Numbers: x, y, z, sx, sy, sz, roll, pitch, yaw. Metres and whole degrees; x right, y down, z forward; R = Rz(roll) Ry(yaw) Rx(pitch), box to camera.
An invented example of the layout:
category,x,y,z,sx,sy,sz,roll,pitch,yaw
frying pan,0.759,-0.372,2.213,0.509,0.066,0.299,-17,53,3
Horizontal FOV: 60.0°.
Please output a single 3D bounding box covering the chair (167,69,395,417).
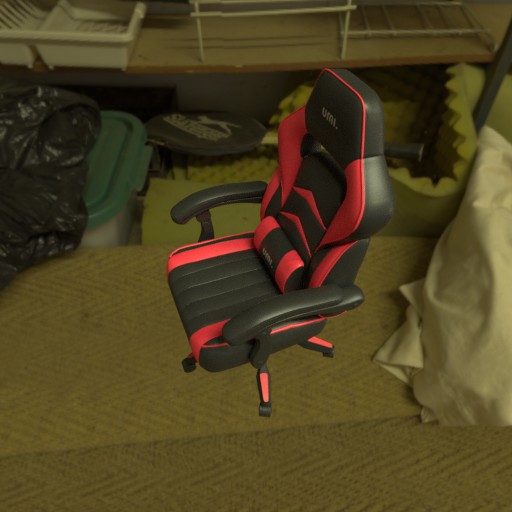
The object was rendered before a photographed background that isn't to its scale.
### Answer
category,x,y,z,sx,sy,sz,roll,pitch,yaw
chair,0.000,0.000,1.627,0.700,1.220,0.700,-17,50,-15
